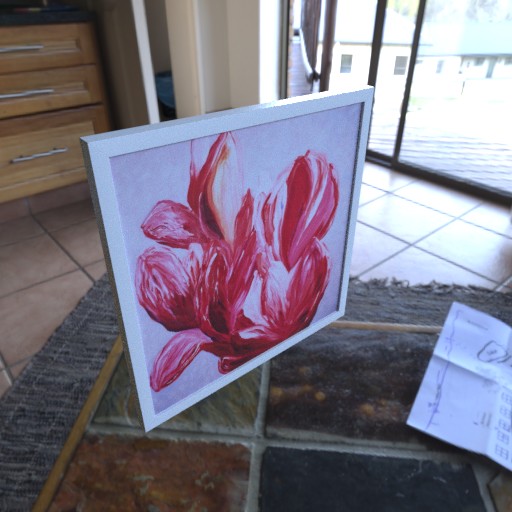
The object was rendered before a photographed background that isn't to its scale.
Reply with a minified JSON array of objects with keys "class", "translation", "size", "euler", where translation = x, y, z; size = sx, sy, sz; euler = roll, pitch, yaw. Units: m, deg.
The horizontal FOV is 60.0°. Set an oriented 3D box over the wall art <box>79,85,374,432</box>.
[{"class":"wall art","translation":[0.000,0.000,0.694],"size":[0.455,0.453,0.023],"euler":[-23,38,-32]}]
